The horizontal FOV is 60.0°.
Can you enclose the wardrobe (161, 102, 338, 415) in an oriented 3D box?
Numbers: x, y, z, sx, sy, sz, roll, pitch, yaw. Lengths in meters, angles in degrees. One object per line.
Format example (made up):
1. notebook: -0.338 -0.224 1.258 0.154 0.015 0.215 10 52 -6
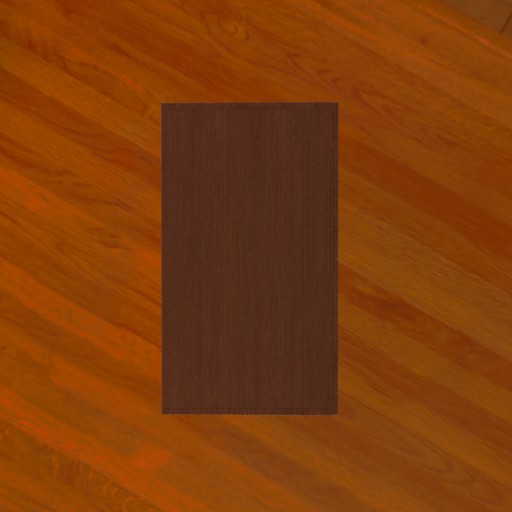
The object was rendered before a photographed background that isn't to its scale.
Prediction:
1. wardrobe: 0.000 0.000 2.306 0.577 1.808 0.991 0 91 1
